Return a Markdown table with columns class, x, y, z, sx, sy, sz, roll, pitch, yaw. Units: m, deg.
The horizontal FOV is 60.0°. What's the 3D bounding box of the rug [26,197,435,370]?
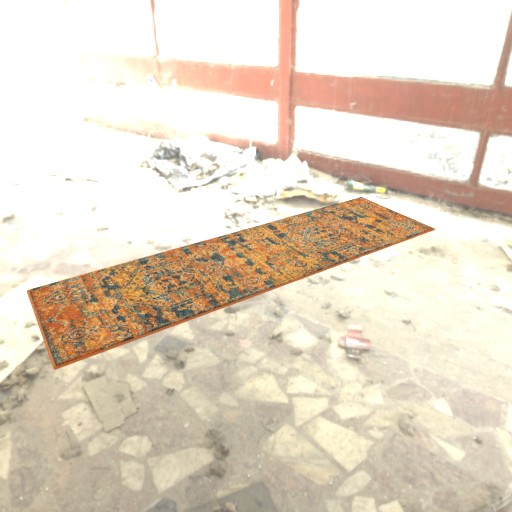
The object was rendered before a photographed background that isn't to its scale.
| class | x | y | z | sx | sy | sz | roll | pitch | yaw |
| --- | --- | --- | --- | --- | --- | --- | --- | --- | --- |
| rug | 0.000 | 0.000 | 2.481 | 2.274 | 0.016 | 0.651 | -18 | 34 | -28 |
